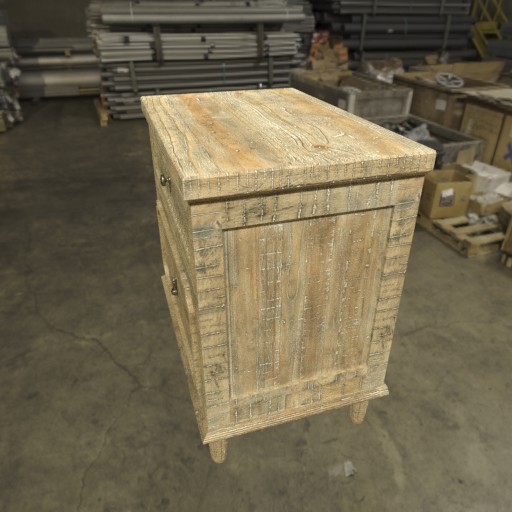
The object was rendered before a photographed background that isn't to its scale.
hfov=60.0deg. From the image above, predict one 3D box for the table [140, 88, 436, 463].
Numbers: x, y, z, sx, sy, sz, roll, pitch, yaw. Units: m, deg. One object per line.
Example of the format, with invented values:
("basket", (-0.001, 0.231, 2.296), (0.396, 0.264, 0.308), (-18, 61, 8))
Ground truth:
("table", (0.000, 0.000, 1.167), (0.457, 0.711, 0.686), (-9, 31, -15))
